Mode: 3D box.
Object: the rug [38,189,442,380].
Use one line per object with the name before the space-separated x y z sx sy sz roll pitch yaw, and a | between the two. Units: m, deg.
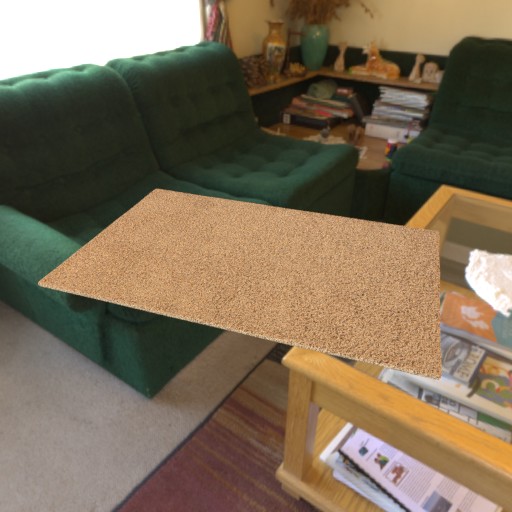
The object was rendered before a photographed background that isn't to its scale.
rug | 0.000 0.000 3.106 2.438 0.030 1.524 10 34 16
